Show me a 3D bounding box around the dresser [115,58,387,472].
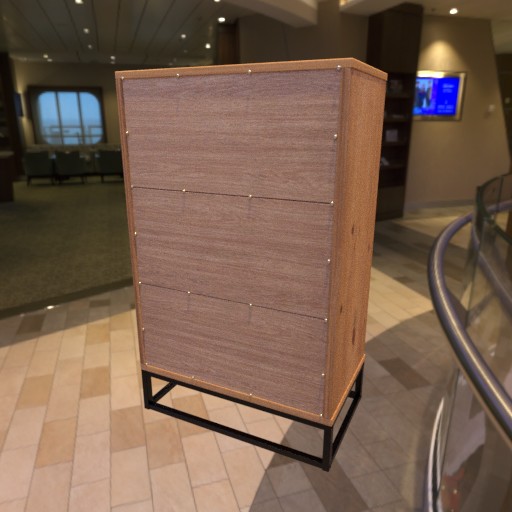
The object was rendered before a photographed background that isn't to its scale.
[{"bbox_3d":[0.000,0.000,1.618,0.761,1.240,0.479,8,19,25],"label":"dresser"}]
